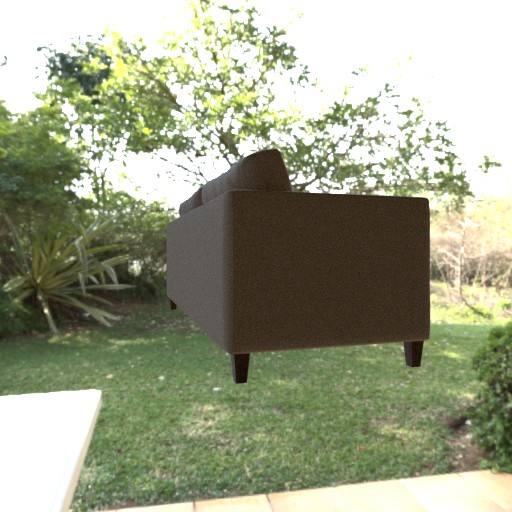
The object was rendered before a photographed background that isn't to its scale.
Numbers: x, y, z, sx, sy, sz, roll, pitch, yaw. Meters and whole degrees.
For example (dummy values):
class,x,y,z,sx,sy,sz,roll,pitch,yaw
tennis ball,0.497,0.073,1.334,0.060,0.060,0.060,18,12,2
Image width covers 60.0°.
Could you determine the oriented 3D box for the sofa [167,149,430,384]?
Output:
class,x,y,z,sx,sy,sz,roll,pitch,yaw
sofa,0.000,0.000,2.939,0.951,0.968,2.361,0,1,-17
